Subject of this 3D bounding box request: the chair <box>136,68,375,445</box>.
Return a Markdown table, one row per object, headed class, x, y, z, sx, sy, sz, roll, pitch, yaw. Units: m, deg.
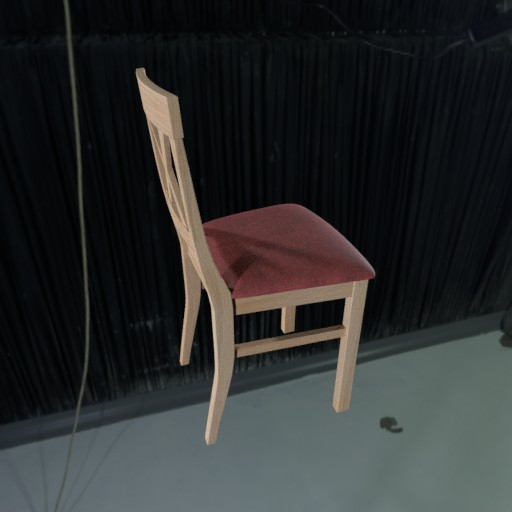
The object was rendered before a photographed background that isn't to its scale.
| class | x | y | z | sx | sy | sz | roll | pitch | yaw |
| --- | --- | --- | --- | --- | --- | --- | --- | --- | --- |
| chair | 0.000 | 0.000 | 1.186 | 0.492 | 0.912 | 0.439 | -11 | 32 | -18 |
